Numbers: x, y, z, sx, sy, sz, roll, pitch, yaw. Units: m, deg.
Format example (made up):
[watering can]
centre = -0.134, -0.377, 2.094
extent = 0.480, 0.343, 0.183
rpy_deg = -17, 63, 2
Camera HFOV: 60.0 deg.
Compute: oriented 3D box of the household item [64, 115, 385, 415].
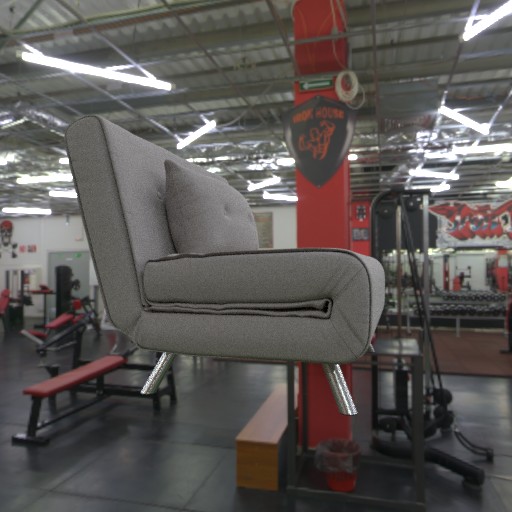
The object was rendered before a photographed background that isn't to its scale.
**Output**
[household item]
centre = 0.000, 0.000, 1.613
extent = 0.874, 0.800, 1.000
rpy_deg = 0, -1, 18
